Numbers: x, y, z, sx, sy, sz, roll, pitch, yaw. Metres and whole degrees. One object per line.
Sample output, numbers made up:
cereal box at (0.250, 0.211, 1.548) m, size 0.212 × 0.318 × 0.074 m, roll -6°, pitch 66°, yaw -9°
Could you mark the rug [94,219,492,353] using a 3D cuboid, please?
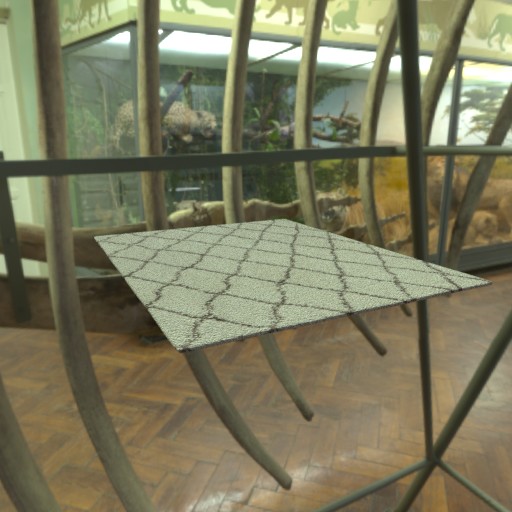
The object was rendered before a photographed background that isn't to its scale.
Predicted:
rug at (0.000, 0.000, 4.084) m, size 2.438 × 0.029 × 3.047 m, roll -7°, pitch 17°, yaw -26°
